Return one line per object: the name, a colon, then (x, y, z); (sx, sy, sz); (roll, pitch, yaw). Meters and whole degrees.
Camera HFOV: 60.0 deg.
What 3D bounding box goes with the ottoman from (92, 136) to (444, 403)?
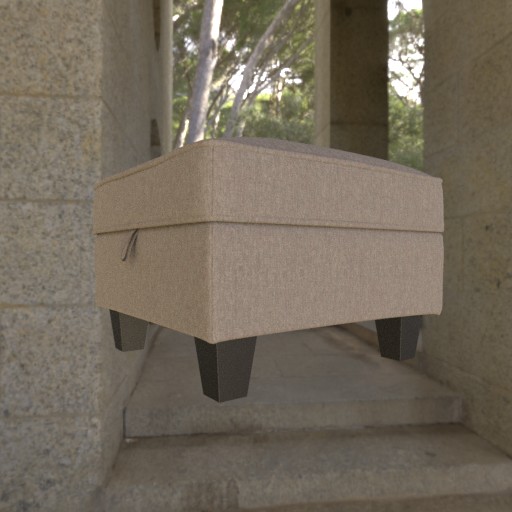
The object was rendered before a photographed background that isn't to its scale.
ottoman: (0.000, 0.000, 1.393); (0.871, 0.612, 0.808); (0, 0, -36)
